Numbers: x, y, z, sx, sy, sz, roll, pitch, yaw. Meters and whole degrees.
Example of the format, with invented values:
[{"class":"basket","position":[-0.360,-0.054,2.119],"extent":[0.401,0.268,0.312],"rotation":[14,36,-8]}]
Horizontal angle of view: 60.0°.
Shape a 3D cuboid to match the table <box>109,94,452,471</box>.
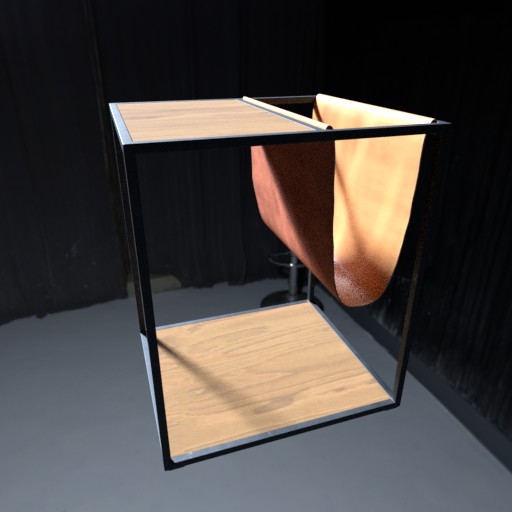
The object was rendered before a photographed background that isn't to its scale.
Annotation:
[{"class":"table","position":[0.000,0.000,0.844],"extent":[0.450,0.536,0.399],"rotation":[-8,27,-17]}]
